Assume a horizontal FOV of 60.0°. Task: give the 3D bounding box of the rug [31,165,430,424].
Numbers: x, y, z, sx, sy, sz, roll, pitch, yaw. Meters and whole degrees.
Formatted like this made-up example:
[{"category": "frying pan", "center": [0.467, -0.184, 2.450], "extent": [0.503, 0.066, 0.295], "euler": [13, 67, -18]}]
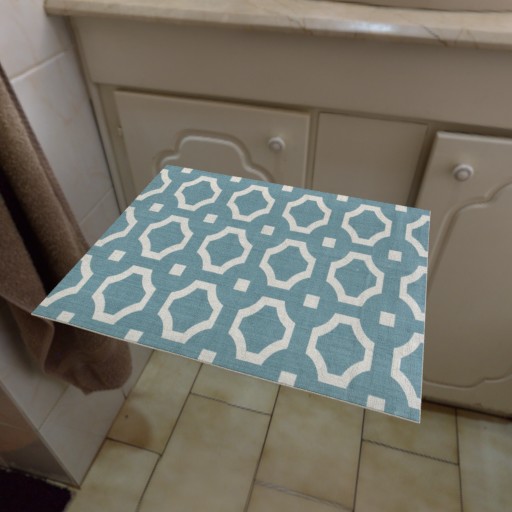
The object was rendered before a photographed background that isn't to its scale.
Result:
[{"category": "rug", "center": [0.000, 0.000, 4.120], "extent": [3.049, 0.021, 2.466], "euler": [12, 43, 13]}]
